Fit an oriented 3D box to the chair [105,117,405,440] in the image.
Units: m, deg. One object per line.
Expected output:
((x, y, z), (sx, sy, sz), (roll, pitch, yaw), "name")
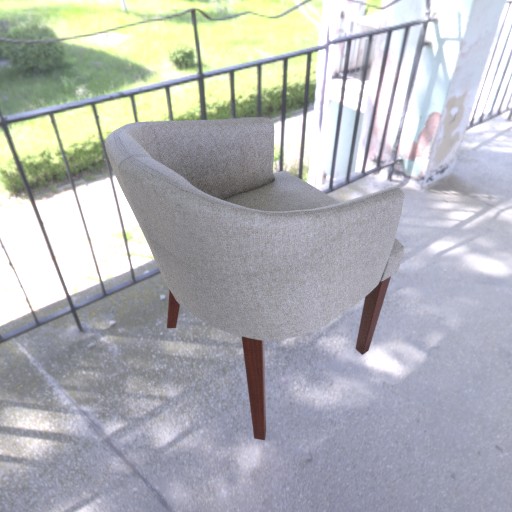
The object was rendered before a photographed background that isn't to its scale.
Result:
((0.000, 0.000, 1.248), (0.655, 0.811, 0.583), (-26, 47, -27), "chair")
